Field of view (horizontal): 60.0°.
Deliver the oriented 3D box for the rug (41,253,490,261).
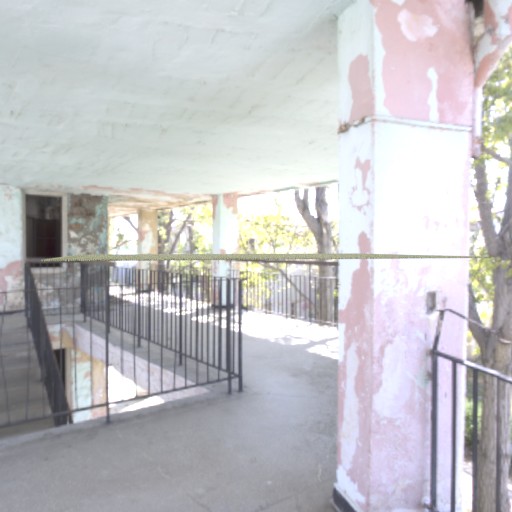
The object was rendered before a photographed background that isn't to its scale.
[{"bbox_3d":[0.000,0.000,2.191,1.747,0.006,1.143,0,1,-16],"label":"rug"}]
